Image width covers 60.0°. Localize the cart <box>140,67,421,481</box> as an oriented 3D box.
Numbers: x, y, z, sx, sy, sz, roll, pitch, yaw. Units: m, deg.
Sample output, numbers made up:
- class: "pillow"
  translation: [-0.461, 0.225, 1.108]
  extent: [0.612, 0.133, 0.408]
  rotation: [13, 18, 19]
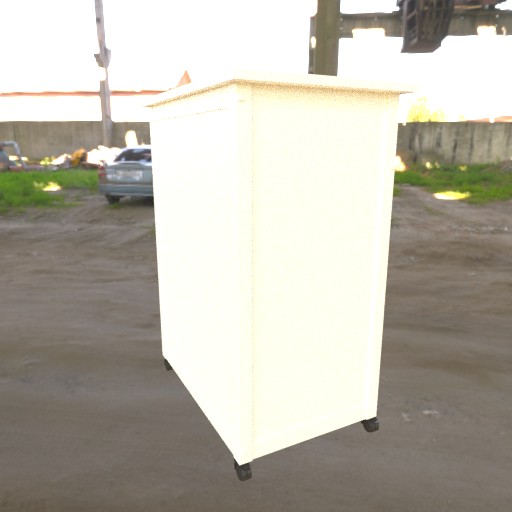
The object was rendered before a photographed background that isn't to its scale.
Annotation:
- class: "cart"
  translation: [0.000, 0.000, 1.251]
  extent: [0.442, 0.864, 0.683]
  rotation: [-7, 16, -27]
